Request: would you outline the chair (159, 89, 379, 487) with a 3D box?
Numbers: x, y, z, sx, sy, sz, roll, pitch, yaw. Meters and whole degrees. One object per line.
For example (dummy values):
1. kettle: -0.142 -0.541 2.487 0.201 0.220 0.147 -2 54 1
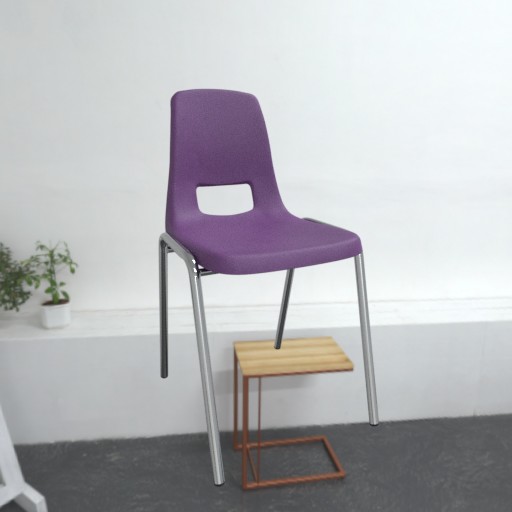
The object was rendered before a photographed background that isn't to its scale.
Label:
1. chair: 0.000 0.000 0.955 0.381 0.704 0.432 -8 18 -26
